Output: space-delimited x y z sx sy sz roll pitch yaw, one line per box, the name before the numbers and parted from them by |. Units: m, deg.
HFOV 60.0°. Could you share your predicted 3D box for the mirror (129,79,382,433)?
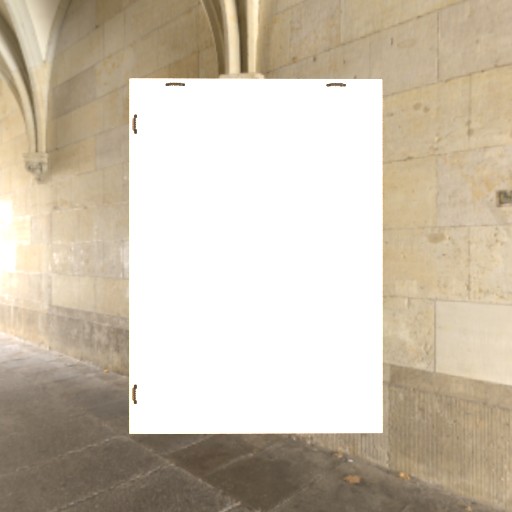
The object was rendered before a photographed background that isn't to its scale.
mirror | 0.000 0.000 0.904 0.507 0.710 0.040 0 0 0
